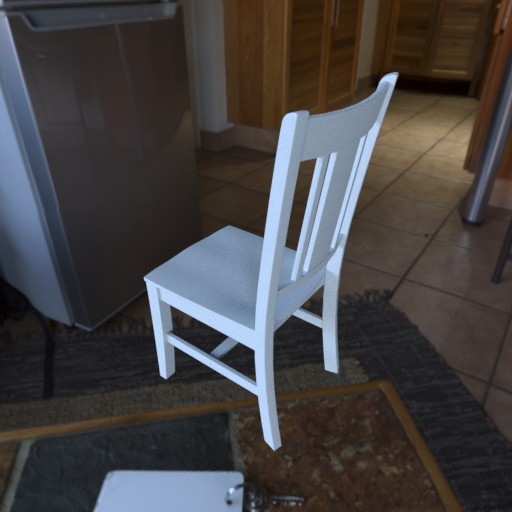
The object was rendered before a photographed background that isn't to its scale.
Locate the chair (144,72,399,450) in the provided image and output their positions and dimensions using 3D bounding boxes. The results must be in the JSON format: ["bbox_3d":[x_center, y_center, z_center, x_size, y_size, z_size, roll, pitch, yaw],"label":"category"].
[{"bbox_3d":[0.000,0.000,1.295,0.555,0.998,0.450,22,39,30],"label":"chair"}]
